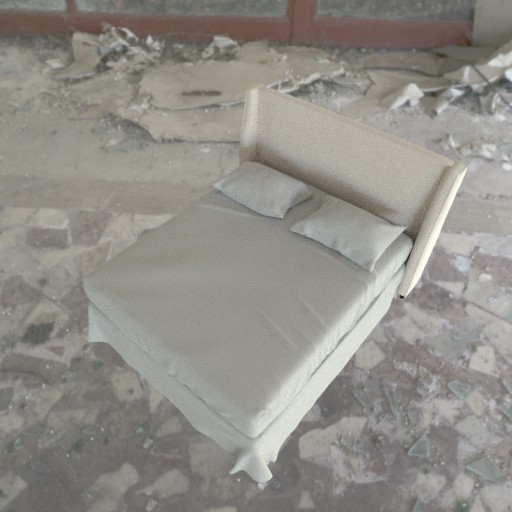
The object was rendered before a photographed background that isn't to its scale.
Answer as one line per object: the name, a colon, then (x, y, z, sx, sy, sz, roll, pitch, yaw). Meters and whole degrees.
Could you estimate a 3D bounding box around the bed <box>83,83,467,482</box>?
bed: (0.000, 0.000, 3.336, 1.925, 1.332, 2.276, 32, 54, 26)
